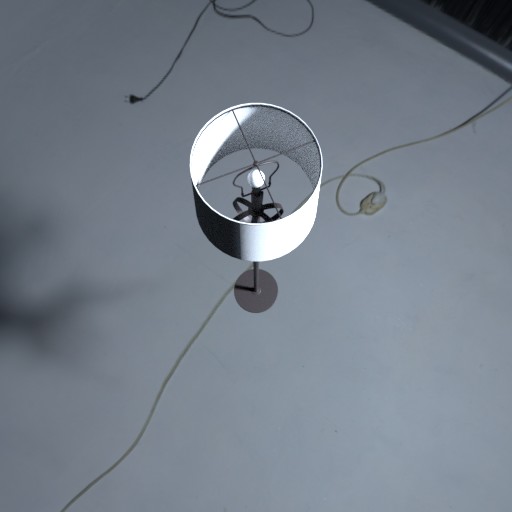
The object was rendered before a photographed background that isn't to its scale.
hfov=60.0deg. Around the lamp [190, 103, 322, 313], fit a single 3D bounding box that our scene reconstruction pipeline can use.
[{"bbox_3d":[0.000,0.000,1.548,0.286,1.462,0.286,37,79,9],"label":"lamp"}]
